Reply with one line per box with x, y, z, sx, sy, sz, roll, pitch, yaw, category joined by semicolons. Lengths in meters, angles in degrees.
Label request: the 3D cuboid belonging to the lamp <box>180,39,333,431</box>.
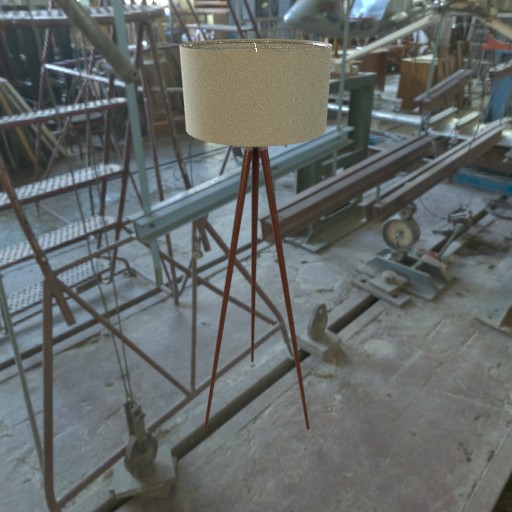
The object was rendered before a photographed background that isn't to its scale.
0.000;0.000;1.797;0.483;1.553;0.483;-1;30;-1;lamp
